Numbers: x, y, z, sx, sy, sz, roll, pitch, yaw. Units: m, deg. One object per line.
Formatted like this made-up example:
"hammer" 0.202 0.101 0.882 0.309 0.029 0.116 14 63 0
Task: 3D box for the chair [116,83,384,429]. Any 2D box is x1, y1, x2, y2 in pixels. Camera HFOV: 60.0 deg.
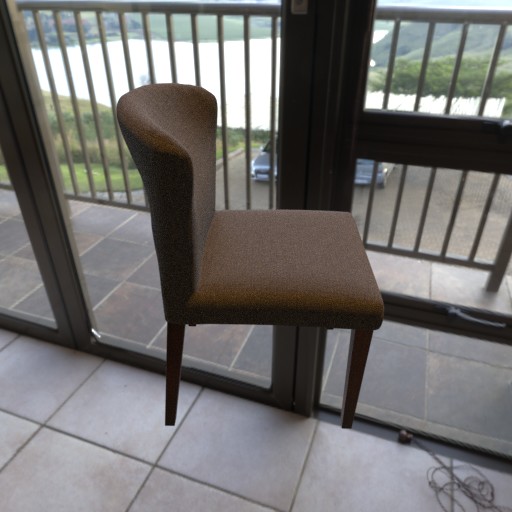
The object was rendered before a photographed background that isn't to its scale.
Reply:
"chair" 0.000 0.000 1.183 0.589 0.839 0.491 1 32 1
